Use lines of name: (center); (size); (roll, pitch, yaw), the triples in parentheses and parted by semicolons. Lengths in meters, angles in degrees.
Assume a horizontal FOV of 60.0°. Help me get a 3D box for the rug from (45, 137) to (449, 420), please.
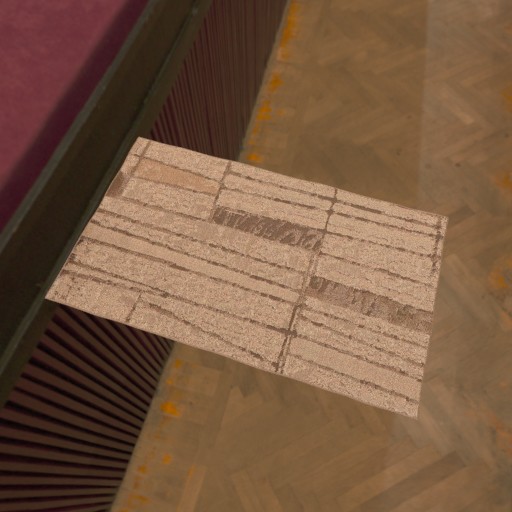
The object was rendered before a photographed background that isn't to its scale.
rug: (0.000, 0.000, 1.078); (0.867, 0.007, 0.515); (16, 64, 8)
